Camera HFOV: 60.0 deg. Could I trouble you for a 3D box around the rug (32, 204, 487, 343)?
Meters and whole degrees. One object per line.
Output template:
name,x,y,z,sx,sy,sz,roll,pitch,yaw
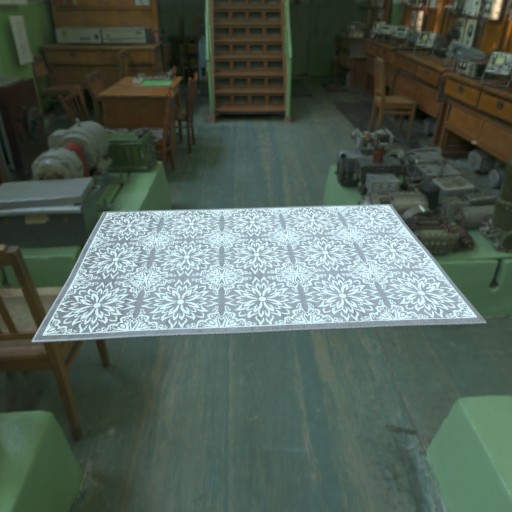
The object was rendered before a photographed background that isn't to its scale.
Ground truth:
rug,0.000,0.000,3.446,2.746,0.018,1.819,-2,30,-3
